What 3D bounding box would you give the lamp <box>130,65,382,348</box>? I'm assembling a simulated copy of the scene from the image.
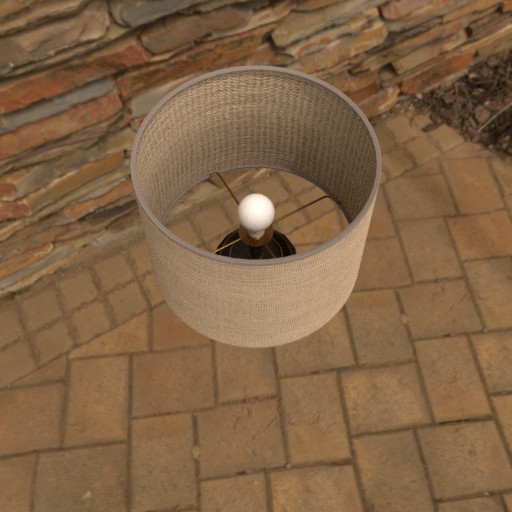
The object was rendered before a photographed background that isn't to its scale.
[{"bbox_3d":[0.000,0.000,0.840,0.376,0.594,0.376,0,63,0],"label":"lamp"}]
